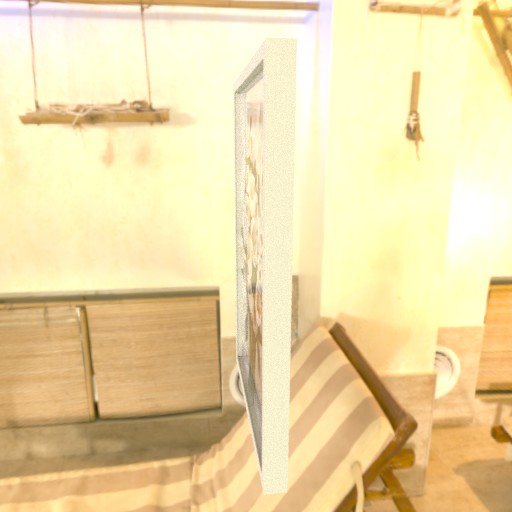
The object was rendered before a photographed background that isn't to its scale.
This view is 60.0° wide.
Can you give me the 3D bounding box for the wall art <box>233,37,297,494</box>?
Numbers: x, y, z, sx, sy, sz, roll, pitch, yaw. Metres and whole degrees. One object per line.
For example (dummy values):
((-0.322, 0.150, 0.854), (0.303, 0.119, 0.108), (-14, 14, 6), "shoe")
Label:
((0.000, 0.000, 0.541), (0.025, 0.428, 0.293), (-2, 15, -8), "wall art")
